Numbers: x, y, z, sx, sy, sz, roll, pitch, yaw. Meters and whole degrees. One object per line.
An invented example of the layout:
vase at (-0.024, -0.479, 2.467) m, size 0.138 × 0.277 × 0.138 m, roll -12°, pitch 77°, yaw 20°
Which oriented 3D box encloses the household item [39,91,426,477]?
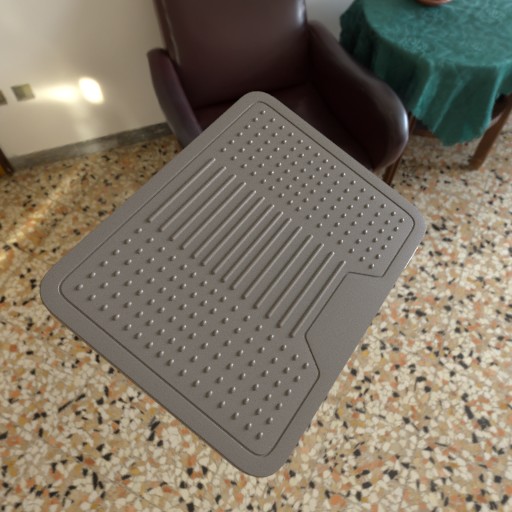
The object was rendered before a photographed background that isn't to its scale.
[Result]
household item at (0.000, 0.000, 0.525) m, size 0.301 × 0.126 × 0.390 m, roll 31°, pitch 62°, yaw 18°
